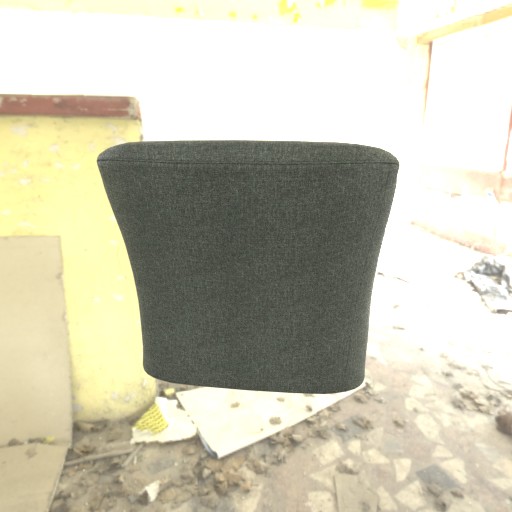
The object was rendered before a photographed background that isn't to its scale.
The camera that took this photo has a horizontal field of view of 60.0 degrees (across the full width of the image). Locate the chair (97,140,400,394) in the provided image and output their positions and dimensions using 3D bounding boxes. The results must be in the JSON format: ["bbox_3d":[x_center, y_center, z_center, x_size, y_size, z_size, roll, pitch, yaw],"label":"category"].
[{"bbox_3d":[0.000,0.000,1.641,0.864,0.856,0.923,2,16,7],"label":"chair"}]
